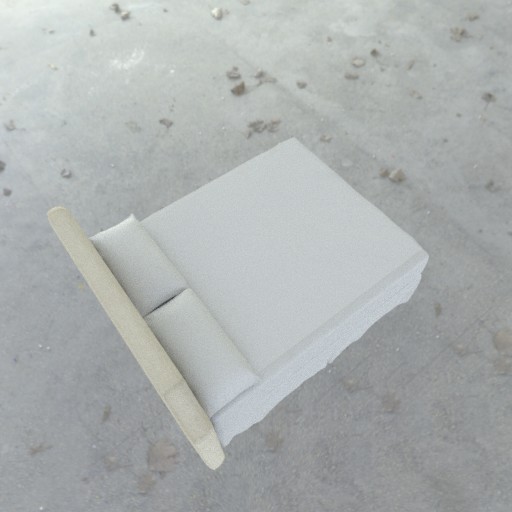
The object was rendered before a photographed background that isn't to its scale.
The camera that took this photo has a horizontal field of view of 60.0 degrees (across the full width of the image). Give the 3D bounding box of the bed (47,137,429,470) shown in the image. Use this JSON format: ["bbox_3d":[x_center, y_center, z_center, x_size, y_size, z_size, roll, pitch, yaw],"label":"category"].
[{"bbox_3d":[0.000,0.000,3.273,2.164,1.297,1.828,-33,64,-19],"label":"bed"}]
